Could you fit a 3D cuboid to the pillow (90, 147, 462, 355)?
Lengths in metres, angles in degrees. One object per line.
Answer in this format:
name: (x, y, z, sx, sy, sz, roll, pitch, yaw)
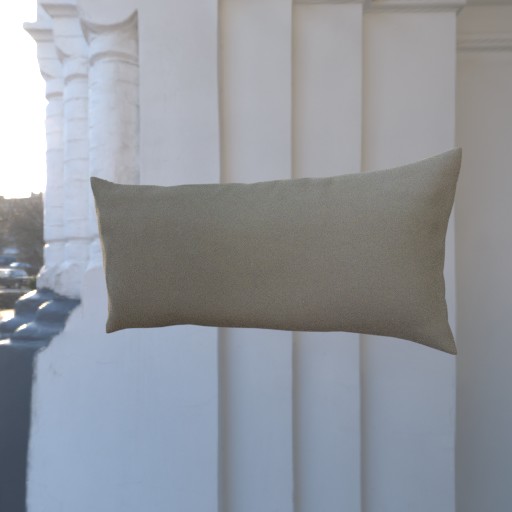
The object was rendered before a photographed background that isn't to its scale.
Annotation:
pillow: (0.000, 0.000, 0.722, 0.608, 0.292, 0.156, 0, -1, 18)
